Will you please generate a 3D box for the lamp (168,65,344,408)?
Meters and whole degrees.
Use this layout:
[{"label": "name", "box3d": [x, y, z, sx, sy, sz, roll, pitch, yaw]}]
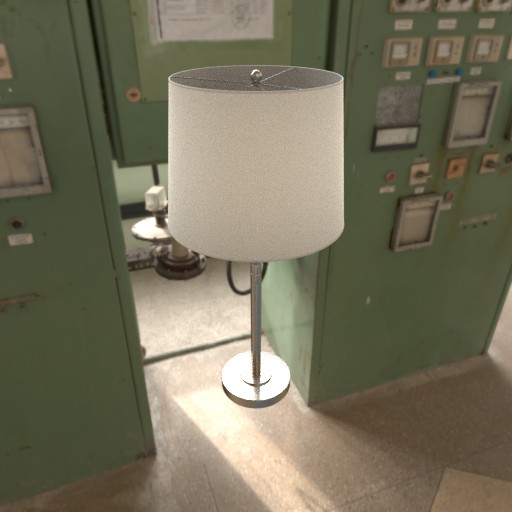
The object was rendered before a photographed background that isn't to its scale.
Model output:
[{"label": "lamp", "box3d": [0.000, 0.000, 0.891, 0.333, 0.696, 0.333, 0, 30, 0]}]
